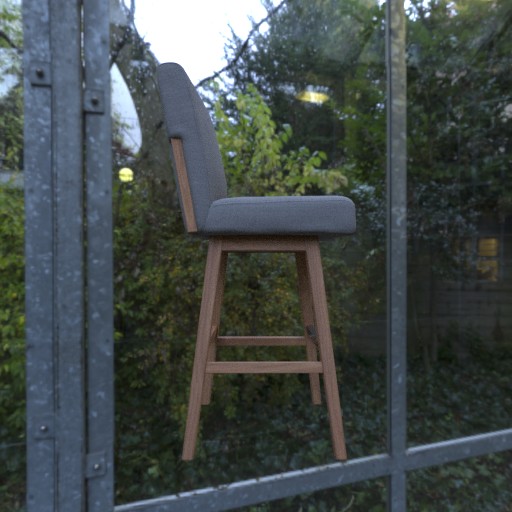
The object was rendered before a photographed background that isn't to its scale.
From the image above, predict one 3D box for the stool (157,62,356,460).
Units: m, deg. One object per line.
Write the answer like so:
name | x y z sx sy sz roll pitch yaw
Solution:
stool | 0.000 0.000 1.445 0.570 1.112 0.483 0 0 0
